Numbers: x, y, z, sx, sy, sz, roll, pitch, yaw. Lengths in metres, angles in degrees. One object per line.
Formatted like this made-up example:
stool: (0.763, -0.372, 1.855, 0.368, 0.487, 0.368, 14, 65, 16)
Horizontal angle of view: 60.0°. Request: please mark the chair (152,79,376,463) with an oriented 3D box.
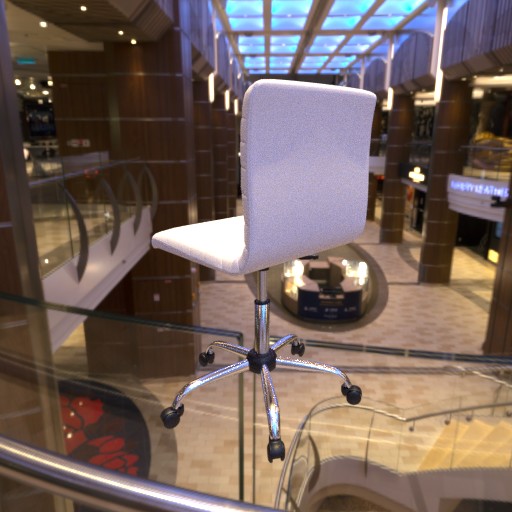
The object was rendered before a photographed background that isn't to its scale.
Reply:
chair: (0.000, 0.000, 1.066, 0.520, 0.750, 0.455, -15, 22, -42)
